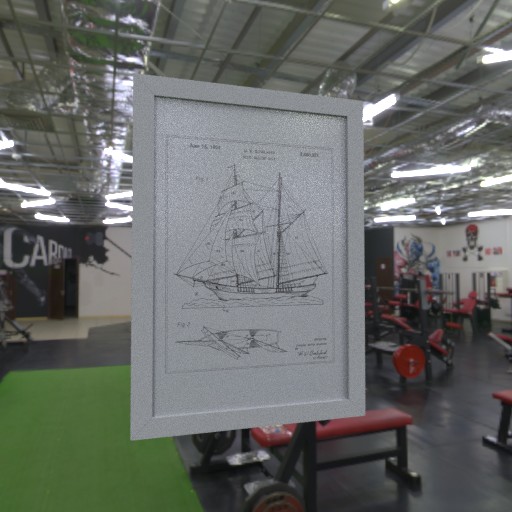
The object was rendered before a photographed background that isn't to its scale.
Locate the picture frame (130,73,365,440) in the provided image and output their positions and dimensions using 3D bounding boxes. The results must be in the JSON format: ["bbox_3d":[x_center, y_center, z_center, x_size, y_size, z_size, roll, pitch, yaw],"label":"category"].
[{"bbox_3d":[0.000,0.000,0.605,0.326,0.459,0.011,0,-2,-17],"label":"picture frame"}]
